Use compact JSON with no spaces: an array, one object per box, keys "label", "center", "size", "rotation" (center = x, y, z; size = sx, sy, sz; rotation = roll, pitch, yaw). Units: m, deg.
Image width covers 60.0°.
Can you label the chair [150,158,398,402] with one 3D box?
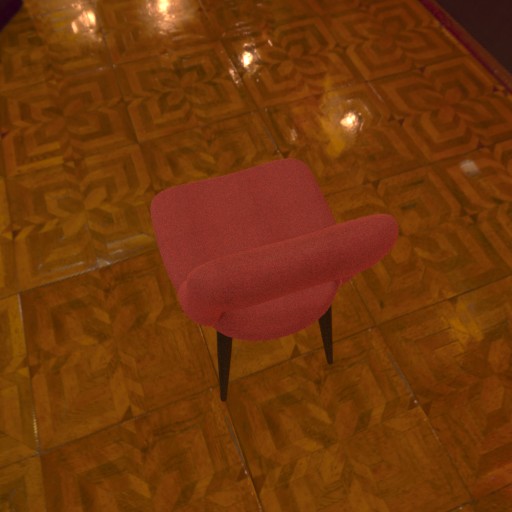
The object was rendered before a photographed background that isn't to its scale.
[{"label":"chair","center":[0.000,0.000,1.192],"size":[0.483,0.892,0.569],"rotation":[-16,61,-9]}]
